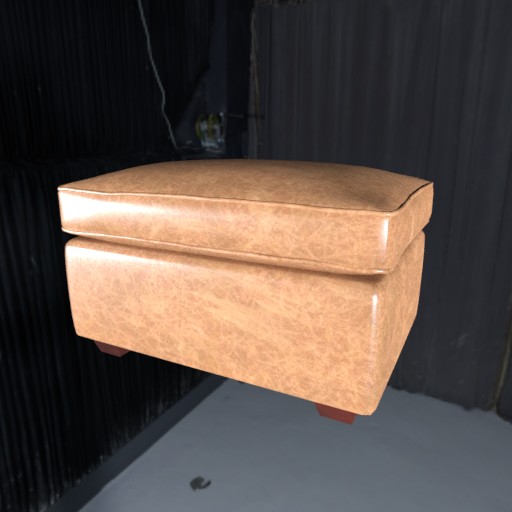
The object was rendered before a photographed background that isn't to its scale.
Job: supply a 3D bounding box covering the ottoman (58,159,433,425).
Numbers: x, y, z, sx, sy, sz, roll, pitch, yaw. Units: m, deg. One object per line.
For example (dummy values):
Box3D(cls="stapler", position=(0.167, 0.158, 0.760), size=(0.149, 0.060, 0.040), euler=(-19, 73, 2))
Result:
Box3D(cls="ottoman", position=(0.000, 0.000, 1.105), size=(0.756, 0.468, 0.554), euler=(8, 17, 26))
